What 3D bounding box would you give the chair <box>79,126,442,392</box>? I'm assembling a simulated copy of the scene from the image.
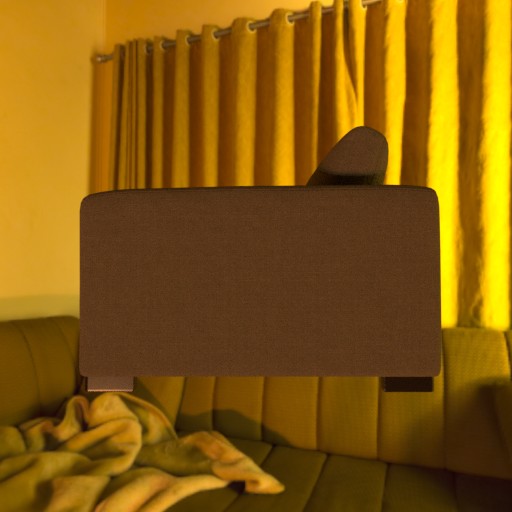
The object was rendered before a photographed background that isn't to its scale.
[{"bbox_3d":[0.000,0.000,1.840,1.100,0.847,1.070,0,-2,0],"label":"chair"}]
